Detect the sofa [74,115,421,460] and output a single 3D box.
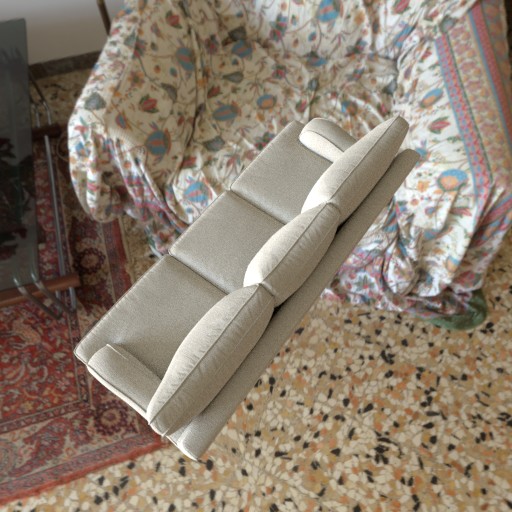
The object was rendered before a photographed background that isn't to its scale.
[{"bbox_3d":[0.000,0.000,2.863,1.016,0.991,2.323,34,67,16],"label":"sofa"}]
